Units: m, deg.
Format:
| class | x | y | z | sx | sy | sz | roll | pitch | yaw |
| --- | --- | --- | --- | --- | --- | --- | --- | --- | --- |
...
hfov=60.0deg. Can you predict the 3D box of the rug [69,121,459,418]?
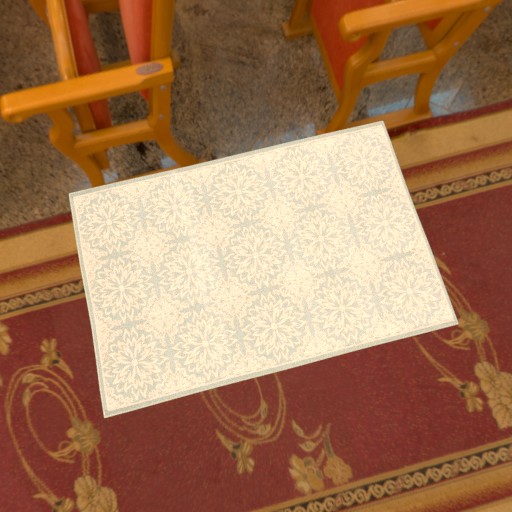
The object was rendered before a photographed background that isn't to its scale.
| class | x | y | z | sx | sy | sz | roll | pitch | yaw |
| --- | --- | --- | --- | --- | --- | --- | --- | --- | --- |
| rug | 0.000 | 0.000 | 2.372 | 1.840 | 0.012 | 1.219 | -14 | 75 | -4 |
